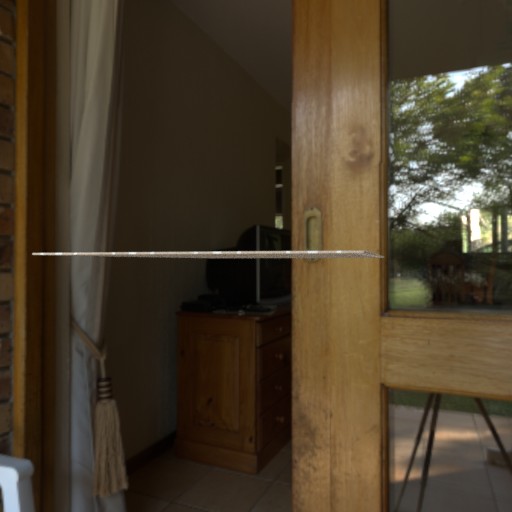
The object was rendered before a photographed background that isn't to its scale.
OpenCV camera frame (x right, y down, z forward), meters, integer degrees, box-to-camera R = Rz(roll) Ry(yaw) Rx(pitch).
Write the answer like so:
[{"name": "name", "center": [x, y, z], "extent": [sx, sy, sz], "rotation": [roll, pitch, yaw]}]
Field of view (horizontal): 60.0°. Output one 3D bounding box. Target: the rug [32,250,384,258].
[{"name": "rug", "center": [0.000, 0.000, 2.855], "extent": [1.524, 0.010, 2.134], "rotation": [0, -1, 18]}]
